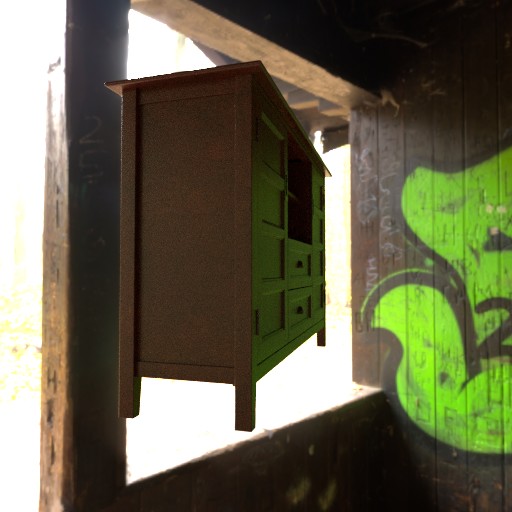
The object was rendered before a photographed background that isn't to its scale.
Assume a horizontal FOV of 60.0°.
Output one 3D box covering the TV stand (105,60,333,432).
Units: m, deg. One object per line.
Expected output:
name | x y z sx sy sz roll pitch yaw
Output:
TV stand | 0.000 0.000 1.783 0.445 0.915 1.372 -1 -2 17
